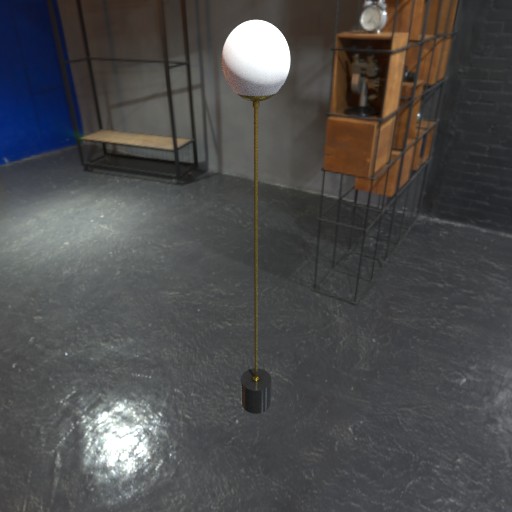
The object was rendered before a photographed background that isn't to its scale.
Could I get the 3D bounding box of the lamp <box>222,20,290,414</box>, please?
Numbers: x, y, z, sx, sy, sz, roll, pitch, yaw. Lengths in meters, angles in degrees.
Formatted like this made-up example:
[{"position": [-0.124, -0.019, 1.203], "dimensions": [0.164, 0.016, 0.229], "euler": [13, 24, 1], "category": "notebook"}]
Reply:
[{"position": [0.000, 0.000, 1.859], "dimensions": [0.229, 1.748, 0.229], "euler": [19, 35, 29], "category": "lamp"}]
